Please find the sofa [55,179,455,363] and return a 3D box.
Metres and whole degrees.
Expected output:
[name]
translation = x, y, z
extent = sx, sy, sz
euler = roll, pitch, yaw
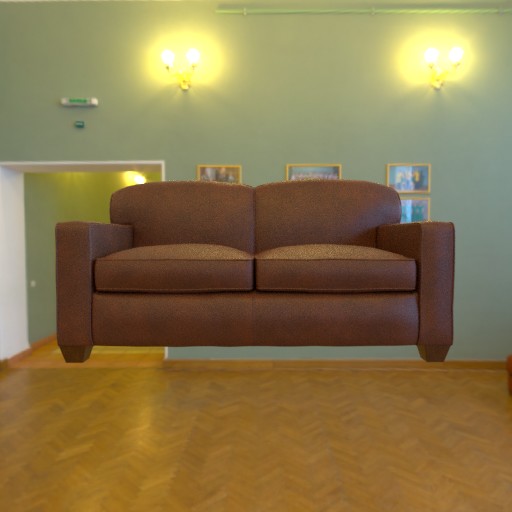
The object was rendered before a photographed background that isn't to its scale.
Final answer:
[sofa]
translation = 0.000, 0.000, 2.478
extent = 1.856, 0.966, 1.000
euler = 0, 2, 0
